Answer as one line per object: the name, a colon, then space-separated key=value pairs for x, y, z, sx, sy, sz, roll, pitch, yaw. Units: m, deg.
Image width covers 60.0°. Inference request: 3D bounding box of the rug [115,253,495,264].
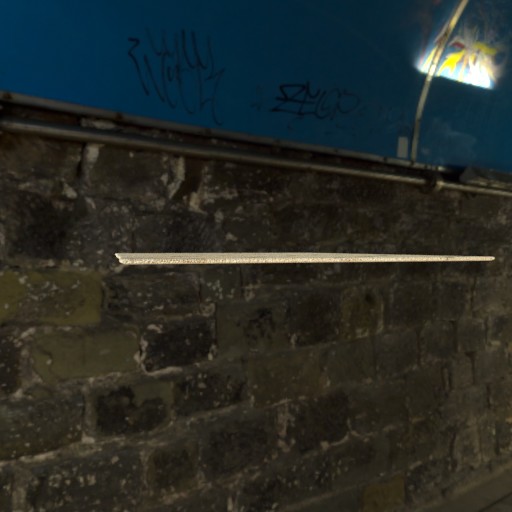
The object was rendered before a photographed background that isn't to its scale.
rug: x=0.000 y=0.000 z=3.997 sx=2.399 sy=0.026 sz=3.000 roll=0 pitch=1 yaw=-18
